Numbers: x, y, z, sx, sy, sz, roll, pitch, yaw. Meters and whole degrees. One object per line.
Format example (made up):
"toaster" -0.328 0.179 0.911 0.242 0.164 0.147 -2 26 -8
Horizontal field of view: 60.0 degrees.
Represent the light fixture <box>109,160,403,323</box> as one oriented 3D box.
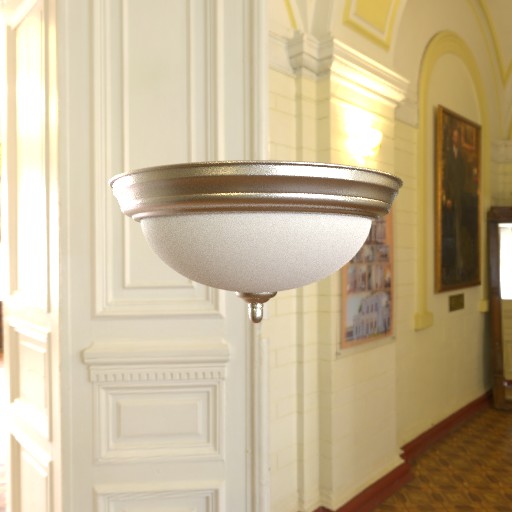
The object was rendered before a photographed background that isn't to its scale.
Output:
"light fixture" 0.000 0.000 0.444 0.280 0.135 0.280 0 1 0
